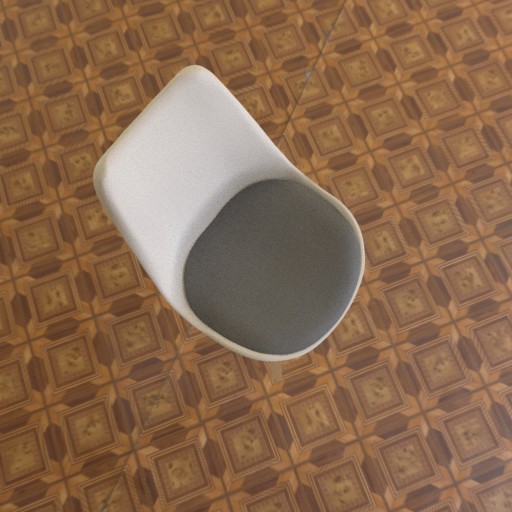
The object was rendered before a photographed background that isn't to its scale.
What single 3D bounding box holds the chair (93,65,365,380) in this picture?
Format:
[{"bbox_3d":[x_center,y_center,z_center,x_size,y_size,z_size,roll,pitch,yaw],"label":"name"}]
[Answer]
[{"bbox_3d":[0.000,0.000,1.173,0.550,0.850,0.485,36,78,9],"label":"chair"}]
